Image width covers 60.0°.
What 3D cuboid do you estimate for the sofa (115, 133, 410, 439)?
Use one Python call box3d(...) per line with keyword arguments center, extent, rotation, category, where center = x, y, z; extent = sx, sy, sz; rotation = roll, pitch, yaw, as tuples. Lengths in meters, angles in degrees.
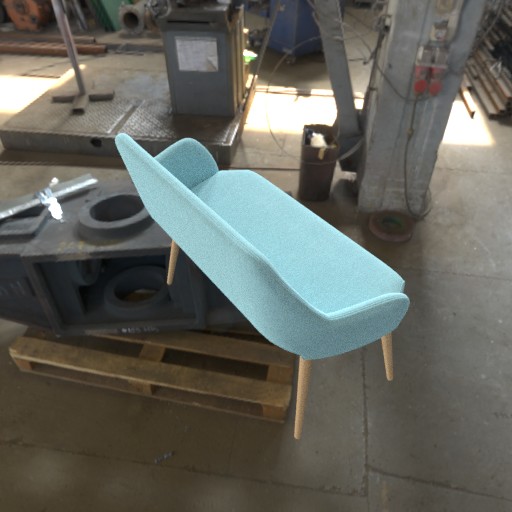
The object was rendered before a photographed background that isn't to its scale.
box3d(center=(0.000, 0.000, 1.633), extent=(0.610, 0.840, 1.150), rotation=(-26, 48, -26), category="sofa")
